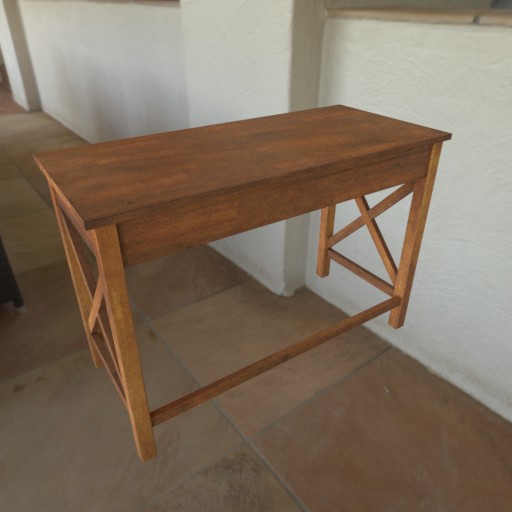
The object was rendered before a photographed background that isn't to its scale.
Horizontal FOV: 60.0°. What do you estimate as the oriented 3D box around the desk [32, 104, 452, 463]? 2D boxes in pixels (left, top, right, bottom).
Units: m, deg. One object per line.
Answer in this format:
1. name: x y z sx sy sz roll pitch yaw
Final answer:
1. desk: 0.000 0.000 1.476 1.117 0.762 0.508 -19 35 -28
